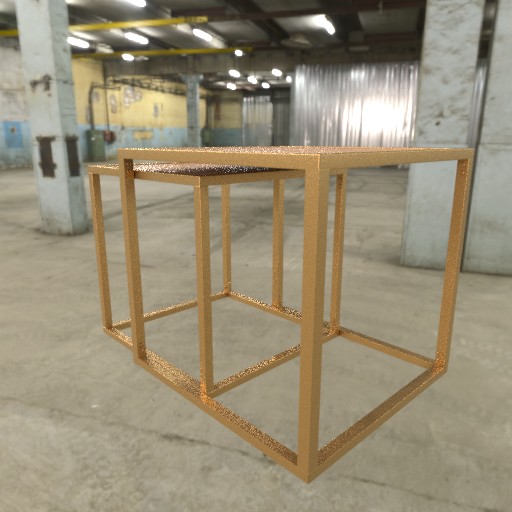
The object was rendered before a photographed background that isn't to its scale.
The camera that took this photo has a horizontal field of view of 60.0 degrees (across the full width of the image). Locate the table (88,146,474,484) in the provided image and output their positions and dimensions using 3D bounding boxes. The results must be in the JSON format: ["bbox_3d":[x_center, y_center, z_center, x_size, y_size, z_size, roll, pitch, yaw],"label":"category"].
[{"bbox_3d":[0.000,0.000,1.062,0.505,0.505,0.762,-14,20,-42],"label":"table"}]
